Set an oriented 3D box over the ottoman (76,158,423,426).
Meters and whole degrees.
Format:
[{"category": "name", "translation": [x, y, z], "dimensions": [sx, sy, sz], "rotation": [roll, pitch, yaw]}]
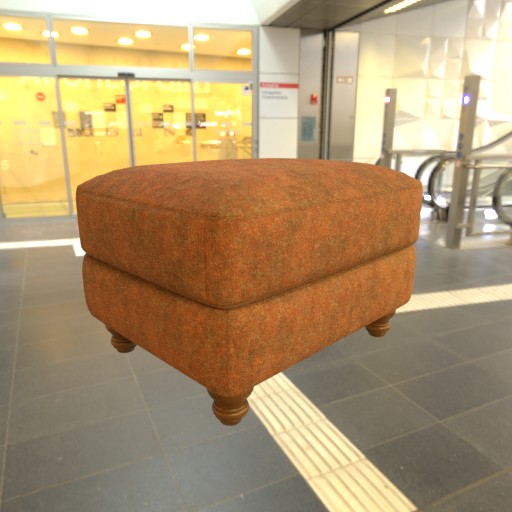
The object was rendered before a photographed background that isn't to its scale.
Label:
[{"category": "ottoman", "translation": [0.000, 0.000, 1.205], "dimensions": [0.787, 0.508, 0.635], "rotation": [-15, 21, -43]}]
